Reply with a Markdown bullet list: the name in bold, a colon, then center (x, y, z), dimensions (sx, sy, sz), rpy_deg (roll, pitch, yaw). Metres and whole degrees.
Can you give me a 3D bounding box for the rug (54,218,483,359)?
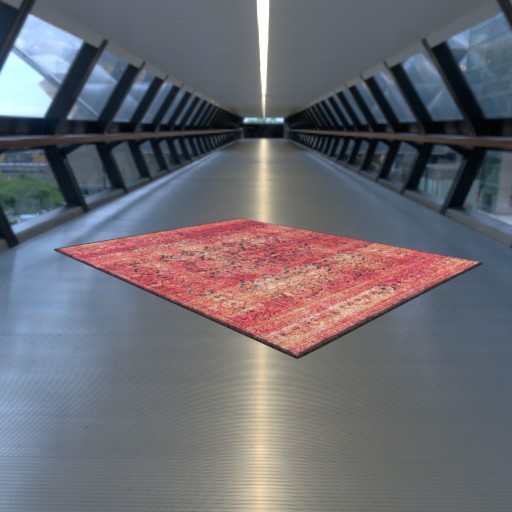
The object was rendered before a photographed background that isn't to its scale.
- **rug**: center (0.000, 0.000, 3.976), dimensions (2.411, 0.020, 3.032), rpy_deg (-14, 20, -43)
